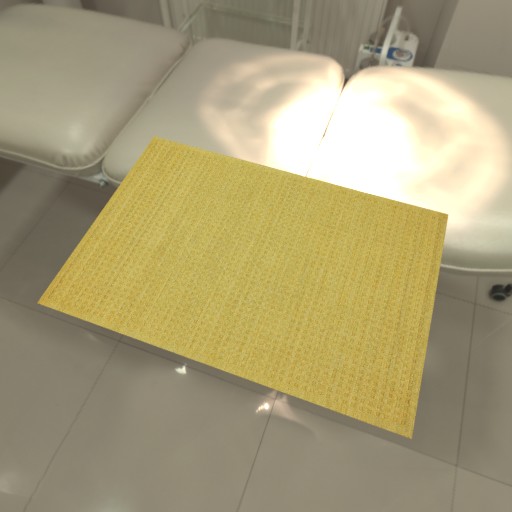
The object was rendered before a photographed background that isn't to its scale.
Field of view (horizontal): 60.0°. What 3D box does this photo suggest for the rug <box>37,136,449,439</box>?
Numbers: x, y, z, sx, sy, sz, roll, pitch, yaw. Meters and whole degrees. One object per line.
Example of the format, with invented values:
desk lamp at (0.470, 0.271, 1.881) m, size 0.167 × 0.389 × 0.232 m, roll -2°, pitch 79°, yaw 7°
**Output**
rug at (0.000, 0.000, 3.680) m, size 2.895 × 0.006 × 1.981 m, roll 17°, pitch 59°, yaw 11°
